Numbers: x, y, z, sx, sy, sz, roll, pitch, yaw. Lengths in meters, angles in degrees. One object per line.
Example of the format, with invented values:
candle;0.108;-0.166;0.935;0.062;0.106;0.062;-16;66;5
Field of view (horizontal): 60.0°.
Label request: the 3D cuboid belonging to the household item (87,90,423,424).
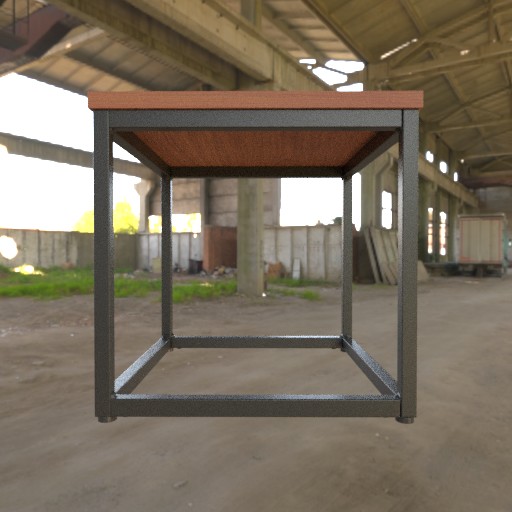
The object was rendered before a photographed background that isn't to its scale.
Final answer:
household item;0.000;0.000;0.731;0.400;0.400;0.400;0;1;0
